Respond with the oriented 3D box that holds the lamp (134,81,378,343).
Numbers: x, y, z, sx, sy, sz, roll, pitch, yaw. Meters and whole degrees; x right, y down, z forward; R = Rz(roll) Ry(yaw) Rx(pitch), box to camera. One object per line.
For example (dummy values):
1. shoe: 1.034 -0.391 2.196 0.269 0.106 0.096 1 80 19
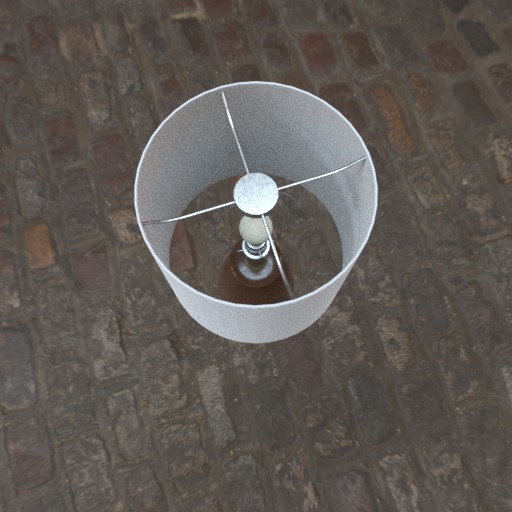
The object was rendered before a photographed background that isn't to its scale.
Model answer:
1. lamp: 0.000 0.000 0.477 0.186 0.369 0.186 0 75 0
